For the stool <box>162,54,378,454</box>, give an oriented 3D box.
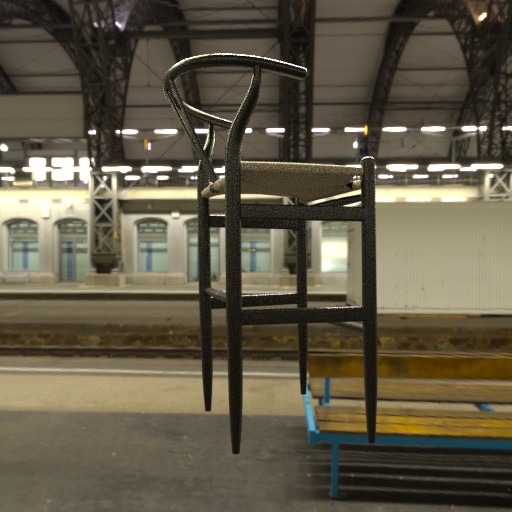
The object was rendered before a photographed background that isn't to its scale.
[{"bbox_3d":[0.000,0.000,1.407,0.579,1.072,0.569,0,0,-19],"label":"stool"}]
